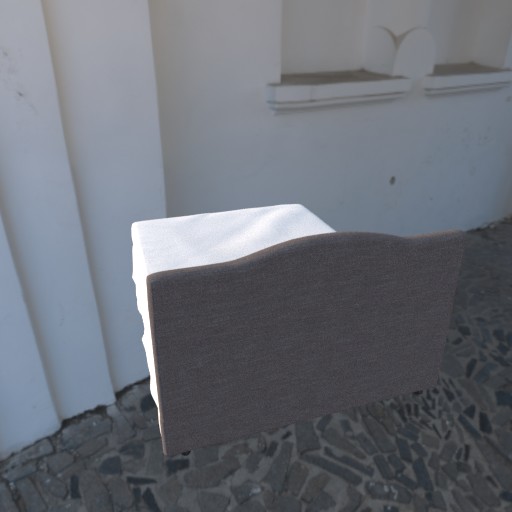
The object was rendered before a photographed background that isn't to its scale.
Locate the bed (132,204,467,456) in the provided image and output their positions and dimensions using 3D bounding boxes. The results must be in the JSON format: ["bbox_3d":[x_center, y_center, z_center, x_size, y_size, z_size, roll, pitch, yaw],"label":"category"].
[{"bbox_3d":[0.000,0.000,4.004,2.161,1.457,2.689,-8,27,-16],"label":"bed"}]
